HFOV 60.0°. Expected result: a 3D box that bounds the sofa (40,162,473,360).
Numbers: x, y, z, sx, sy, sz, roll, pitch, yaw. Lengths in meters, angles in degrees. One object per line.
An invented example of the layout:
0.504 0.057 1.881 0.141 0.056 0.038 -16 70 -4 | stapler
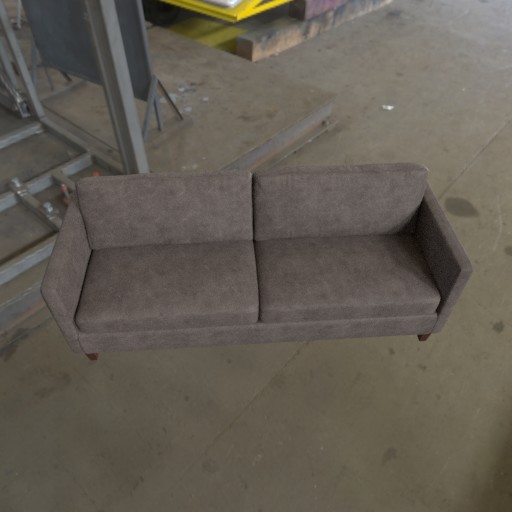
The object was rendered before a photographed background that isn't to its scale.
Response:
0.000 0.000 2.936 2.434 0.965 0.951 -3 46 -3 | sofa
